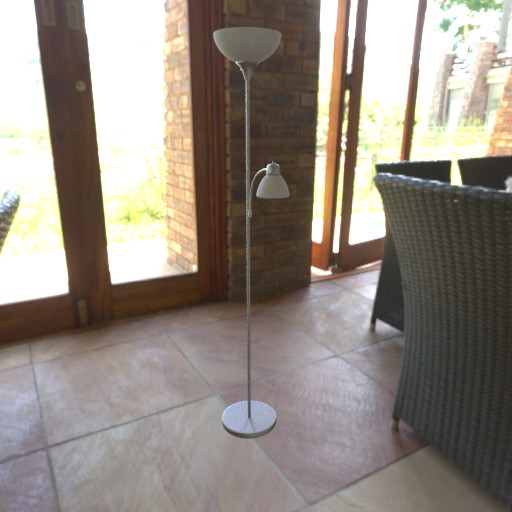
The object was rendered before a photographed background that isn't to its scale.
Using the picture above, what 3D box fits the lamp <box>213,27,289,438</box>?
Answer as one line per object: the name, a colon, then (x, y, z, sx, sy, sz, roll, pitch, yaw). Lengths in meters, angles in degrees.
lamp: (0.000, 0.000, 1.956, 0.279, 1.804, 0.425, -8, 18, -25)
